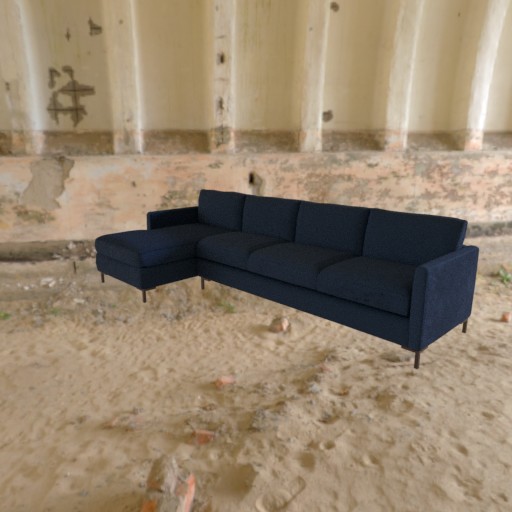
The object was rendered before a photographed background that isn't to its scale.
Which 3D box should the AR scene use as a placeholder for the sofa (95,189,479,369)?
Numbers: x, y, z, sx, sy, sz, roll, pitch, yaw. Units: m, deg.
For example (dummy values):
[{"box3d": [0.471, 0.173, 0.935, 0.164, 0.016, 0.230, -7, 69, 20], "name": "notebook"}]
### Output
[{"box3d": [0.000, 0.000, 2.938, 1.128, 0.679, 2.450, -14, 20, -43], "name": "sofa"}]
